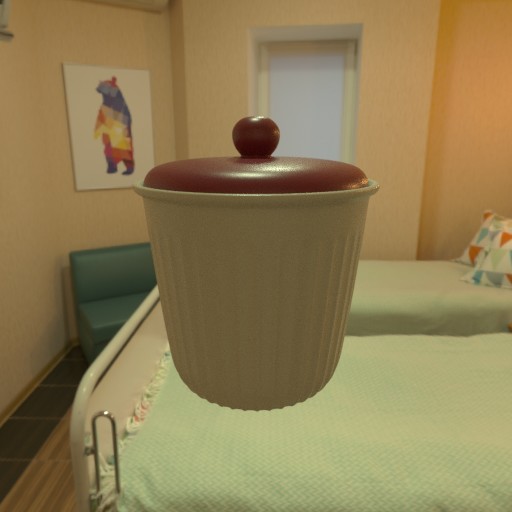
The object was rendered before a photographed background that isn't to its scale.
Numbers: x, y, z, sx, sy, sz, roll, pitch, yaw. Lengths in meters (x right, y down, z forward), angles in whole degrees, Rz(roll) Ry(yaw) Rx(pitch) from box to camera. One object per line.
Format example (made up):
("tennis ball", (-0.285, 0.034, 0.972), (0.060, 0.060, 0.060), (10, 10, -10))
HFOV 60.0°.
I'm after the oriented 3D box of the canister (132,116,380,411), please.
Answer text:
("canister", (0.000, 0.000, 0.350), (0.181, 0.211, 0.181), (0, 15, 0))
